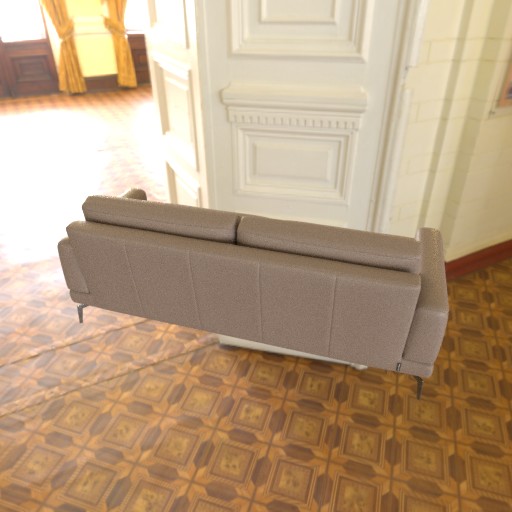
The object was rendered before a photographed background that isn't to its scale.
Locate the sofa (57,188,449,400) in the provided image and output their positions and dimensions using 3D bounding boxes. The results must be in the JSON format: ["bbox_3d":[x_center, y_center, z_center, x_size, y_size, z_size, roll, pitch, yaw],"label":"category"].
[{"bbox_3d":[0.000,0.000,2.460,1.940,0.765,0.974,9,33,14],"label":"sofa"}]
